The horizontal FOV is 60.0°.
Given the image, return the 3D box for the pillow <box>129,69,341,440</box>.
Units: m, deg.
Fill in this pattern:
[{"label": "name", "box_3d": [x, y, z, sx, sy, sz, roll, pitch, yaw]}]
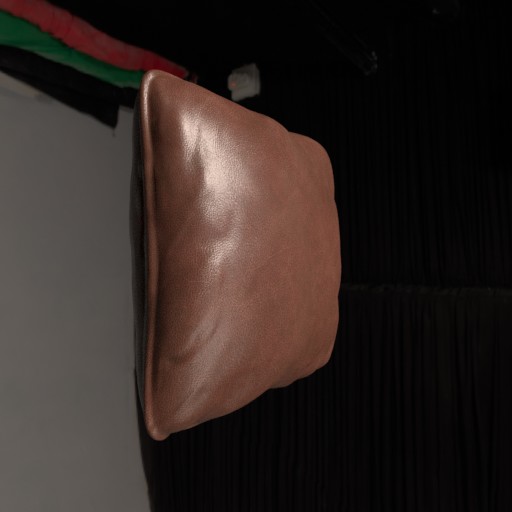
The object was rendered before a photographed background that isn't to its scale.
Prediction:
[{"label": "pillow", "box_3d": [0.000, 0.000, 0.810, 0.236, 0.523, 0.532, 0, -1, 35]}]
